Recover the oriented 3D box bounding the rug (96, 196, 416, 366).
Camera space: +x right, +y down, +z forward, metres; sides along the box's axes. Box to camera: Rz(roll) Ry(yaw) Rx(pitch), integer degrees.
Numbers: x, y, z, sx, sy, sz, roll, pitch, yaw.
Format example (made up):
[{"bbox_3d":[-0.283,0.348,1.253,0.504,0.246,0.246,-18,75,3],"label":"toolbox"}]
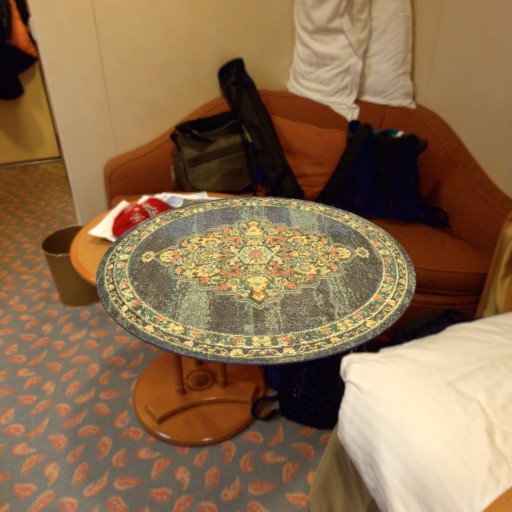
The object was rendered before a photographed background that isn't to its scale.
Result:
[{"bbox_3d":[0.000,0.000,3.456,2.386,0.014,2.386,0,30,0],"label":"rug"}]
